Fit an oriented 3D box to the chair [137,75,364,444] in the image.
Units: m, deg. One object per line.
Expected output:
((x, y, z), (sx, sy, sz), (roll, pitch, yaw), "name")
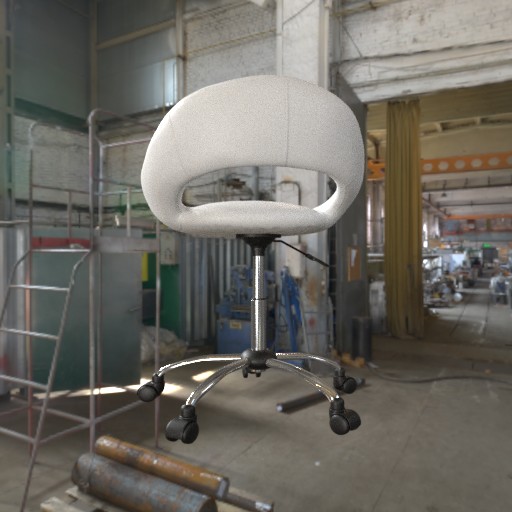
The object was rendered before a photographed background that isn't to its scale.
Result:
((0.000, 0.000, 1.186), (0.612, 0.791, 0.538), (0, 0, -17), "chair")
